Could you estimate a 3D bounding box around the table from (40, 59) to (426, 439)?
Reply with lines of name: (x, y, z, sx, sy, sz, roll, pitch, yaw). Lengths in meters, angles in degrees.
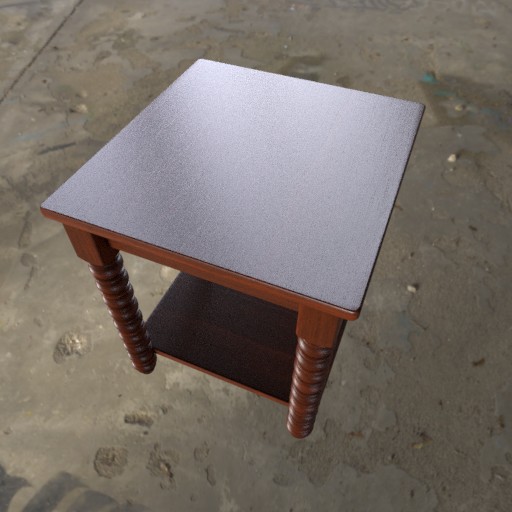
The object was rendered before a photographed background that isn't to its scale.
table: (0.000, 0.000, 0.982, 0.500, 0.567, 0.533, 18, 51, 15)
